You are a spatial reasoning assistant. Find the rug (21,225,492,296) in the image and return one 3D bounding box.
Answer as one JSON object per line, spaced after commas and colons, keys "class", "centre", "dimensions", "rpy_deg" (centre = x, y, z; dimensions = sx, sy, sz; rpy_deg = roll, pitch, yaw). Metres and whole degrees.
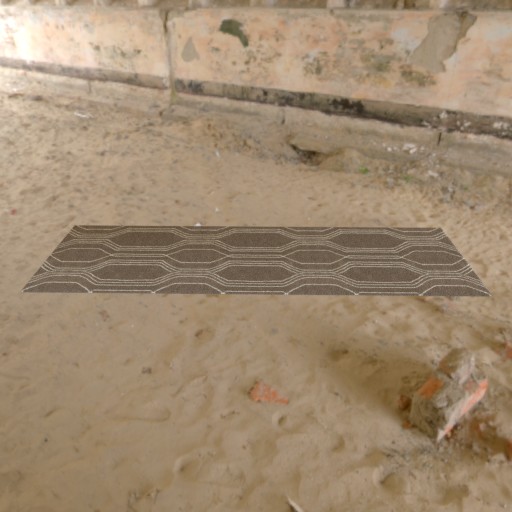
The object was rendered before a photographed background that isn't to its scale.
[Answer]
{"class": "rug", "centre": [0.000, 0.000, 2.646], "dimensions": [2.464, 0.012, 0.773], "rpy_deg": [0, 31, 1]}
